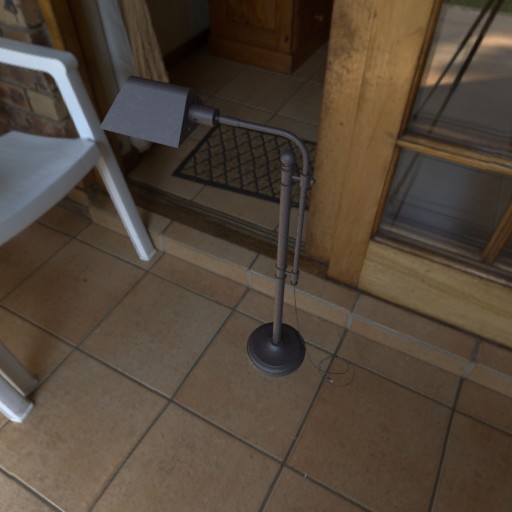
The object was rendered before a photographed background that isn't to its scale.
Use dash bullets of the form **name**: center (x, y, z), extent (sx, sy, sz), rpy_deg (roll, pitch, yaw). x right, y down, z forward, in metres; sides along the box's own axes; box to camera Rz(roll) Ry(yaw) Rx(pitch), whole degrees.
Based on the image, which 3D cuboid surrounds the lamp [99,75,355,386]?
- **lamp**: center (0.000, 0.000, 0.951), extent (0.545, 0.708, 0.159), rpy_deg (17, 50, 15)
